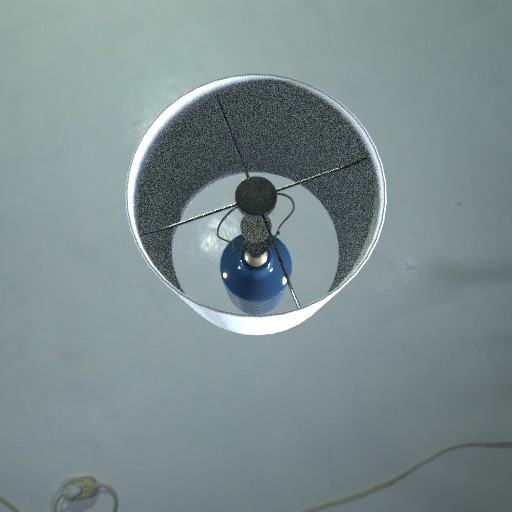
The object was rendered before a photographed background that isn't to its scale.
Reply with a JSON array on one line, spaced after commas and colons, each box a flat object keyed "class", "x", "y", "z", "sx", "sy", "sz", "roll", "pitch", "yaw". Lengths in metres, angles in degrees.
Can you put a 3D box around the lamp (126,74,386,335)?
[{"class": "lamp", "x": 0.000, "y": 0.000, "z": 0.575, "sx": 0.207, "sy": 0.461, "sz": 0.207, "roll": -19, "pitch": 77, "yaw": -5}]
